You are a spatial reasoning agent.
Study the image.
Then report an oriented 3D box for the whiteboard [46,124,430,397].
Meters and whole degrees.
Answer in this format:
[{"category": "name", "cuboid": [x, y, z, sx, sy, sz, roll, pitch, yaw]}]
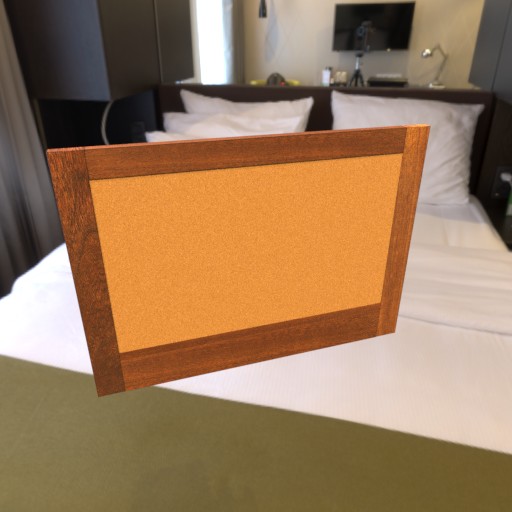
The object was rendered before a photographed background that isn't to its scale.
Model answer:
[{"category": "whiteboard", "cuboid": [0.000, 0.000, 1.028, 0.783, 0.559, 0.083, -8, 28, -16]}]
